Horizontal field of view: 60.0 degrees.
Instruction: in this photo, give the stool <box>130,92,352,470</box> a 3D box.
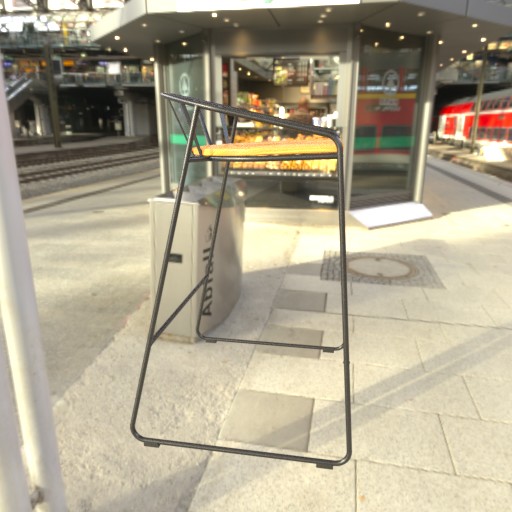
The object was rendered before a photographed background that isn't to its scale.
[{"bbox_3d":[0.000,0.000,1.165,0.521,0.812,0.546,3,17,9],"label":"stool"}]
